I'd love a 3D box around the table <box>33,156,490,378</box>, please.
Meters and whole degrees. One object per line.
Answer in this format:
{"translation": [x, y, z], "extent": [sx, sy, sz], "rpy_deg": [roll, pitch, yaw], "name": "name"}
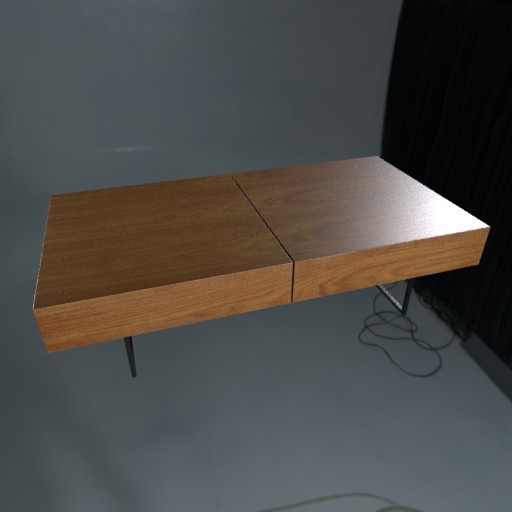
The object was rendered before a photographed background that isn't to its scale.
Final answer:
{"translation": [0.000, 0.000, 1.429], "extent": [1.194, 0.330, 0.610], "rpy_deg": [-10, 34, -15], "name": "table"}
